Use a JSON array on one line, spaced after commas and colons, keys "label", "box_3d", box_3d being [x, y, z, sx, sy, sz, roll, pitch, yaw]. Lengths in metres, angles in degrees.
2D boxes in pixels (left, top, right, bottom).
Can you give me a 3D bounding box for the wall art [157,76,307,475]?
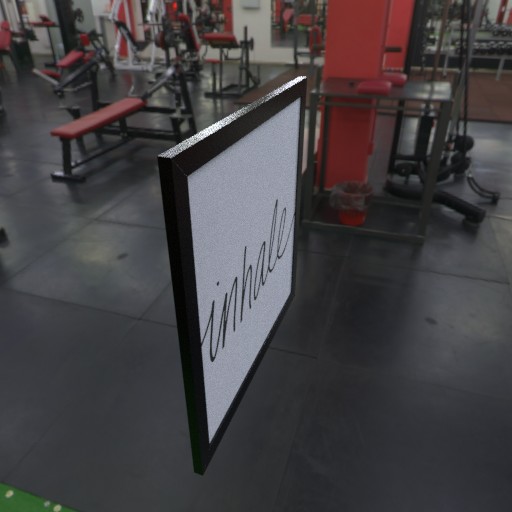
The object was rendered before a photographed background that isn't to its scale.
[{"label": "wall art", "box_3d": [0.000, 0.000, 0.670, 0.014, 0.445, 0.446, 11, 33, 18]}]
